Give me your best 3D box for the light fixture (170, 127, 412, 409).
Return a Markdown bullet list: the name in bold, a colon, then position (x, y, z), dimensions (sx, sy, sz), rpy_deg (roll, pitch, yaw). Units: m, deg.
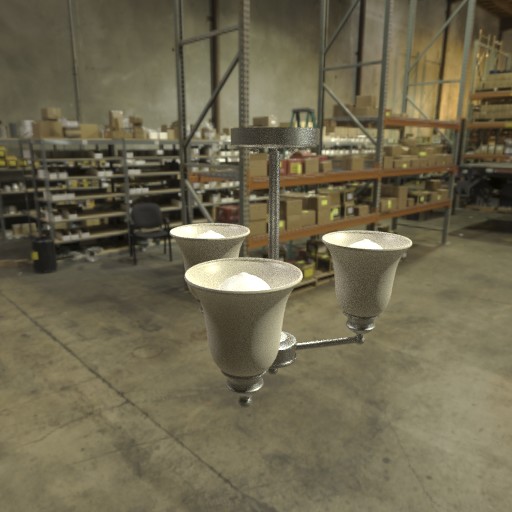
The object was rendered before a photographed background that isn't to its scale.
- **light fixture**: position (0.000, 0.000, 0.672), dimensions (0.388, 0.370, 0.354), rpy_deg (-14, 20, -43)
